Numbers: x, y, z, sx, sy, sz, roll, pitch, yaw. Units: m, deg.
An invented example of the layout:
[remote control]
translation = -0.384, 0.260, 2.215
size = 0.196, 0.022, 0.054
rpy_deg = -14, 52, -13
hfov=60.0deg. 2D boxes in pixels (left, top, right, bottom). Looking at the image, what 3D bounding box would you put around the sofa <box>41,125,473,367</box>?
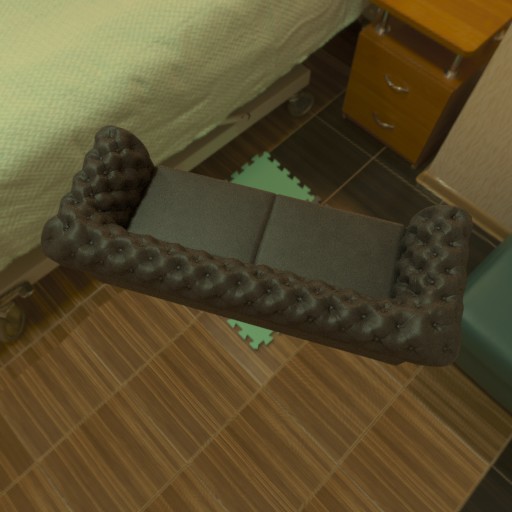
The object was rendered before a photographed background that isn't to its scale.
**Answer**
[sofa]
translation = 0.000, 0.000, 2.795
size = 2.385, 0.783, 0.944
rpy_deg = 15, 65, 7
